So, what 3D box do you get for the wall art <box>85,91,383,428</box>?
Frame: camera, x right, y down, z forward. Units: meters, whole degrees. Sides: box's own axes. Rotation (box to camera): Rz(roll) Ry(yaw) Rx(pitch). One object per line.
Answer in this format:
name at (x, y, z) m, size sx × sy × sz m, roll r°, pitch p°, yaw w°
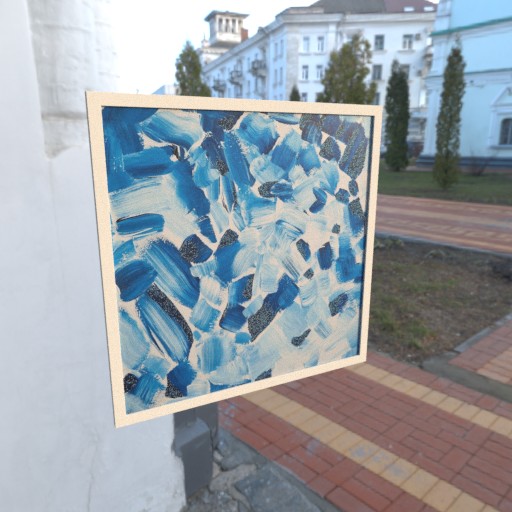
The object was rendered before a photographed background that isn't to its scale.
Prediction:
wall art at (0.000, 0.000, 0.686) m, size 0.457 × 0.457 × 0.012 m, roll -7°, pitch 16°, yaw -26°
